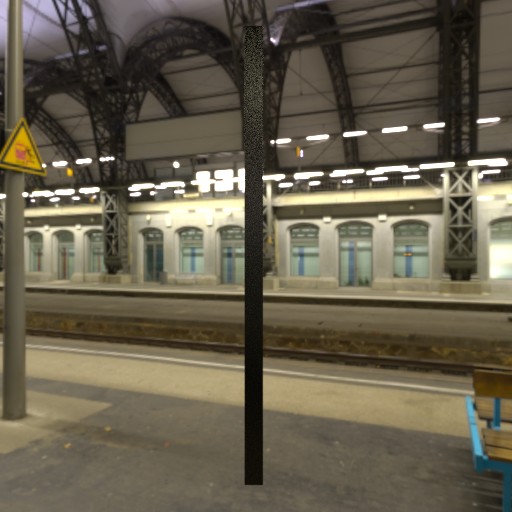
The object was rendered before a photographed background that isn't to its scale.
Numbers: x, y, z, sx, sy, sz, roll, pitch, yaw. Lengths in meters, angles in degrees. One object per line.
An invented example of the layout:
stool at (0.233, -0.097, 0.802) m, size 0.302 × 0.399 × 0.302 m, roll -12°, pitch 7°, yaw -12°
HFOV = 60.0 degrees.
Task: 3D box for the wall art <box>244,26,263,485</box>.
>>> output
wall art at (0.000, 0.000, 0.511) m, size 0.014 × 0.349 × 0.349 m, roll 0°, pitch 0°, yaw 1°
